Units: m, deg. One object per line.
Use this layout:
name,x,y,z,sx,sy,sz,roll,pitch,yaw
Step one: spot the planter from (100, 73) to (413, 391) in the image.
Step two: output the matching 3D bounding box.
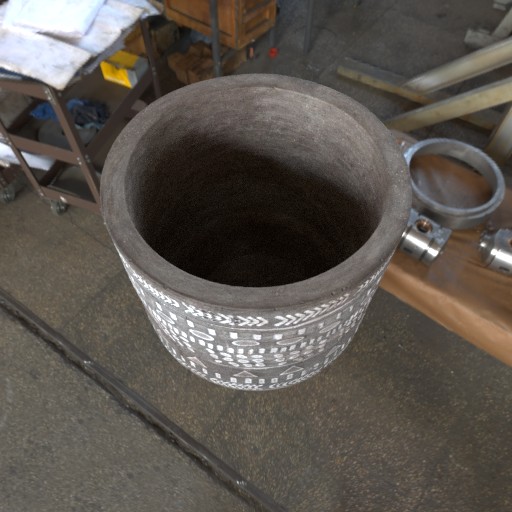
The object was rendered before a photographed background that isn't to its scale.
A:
planter,0.000,0.000,0.227,0.122,0.128,0.122,0,58,0
